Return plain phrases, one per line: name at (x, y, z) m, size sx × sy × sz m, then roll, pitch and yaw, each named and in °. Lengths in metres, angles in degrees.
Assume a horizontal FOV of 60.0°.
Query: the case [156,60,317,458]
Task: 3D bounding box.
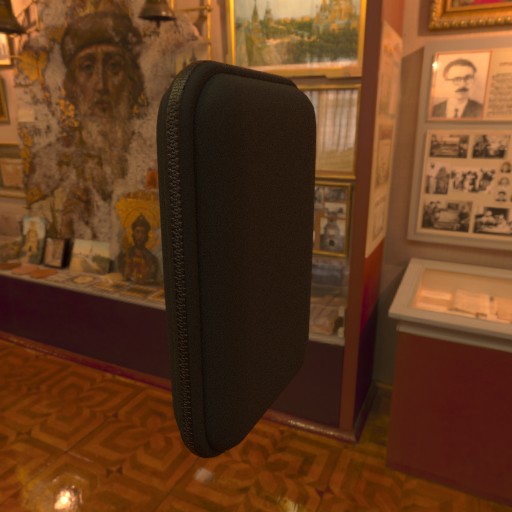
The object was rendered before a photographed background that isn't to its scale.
case at (0.000, 0.000, 0.190) m, size 0.030 × 0.147 × 0.107 m, roll 9°, pitch 19°, yaw 26°
